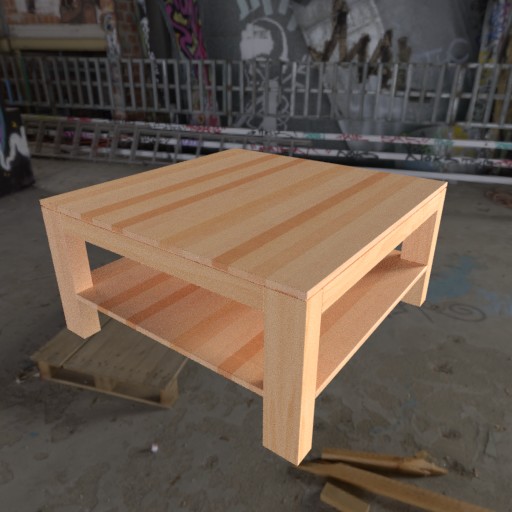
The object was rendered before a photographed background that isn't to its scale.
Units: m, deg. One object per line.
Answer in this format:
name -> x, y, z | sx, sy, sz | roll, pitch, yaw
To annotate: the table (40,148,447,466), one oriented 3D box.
table -> 0.000, 0.000, 1.469 | 0.900, 0.450, 0.900 | 18, 31, 33
